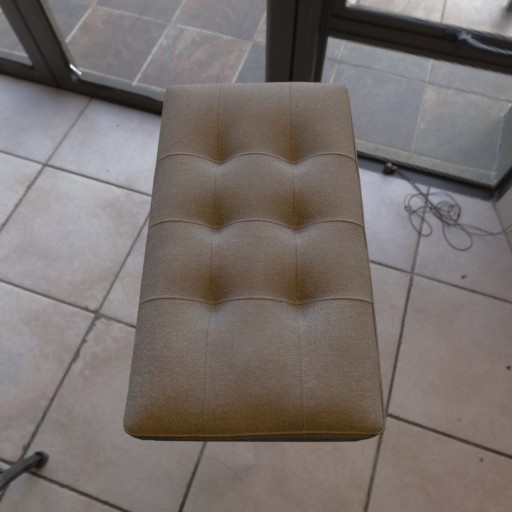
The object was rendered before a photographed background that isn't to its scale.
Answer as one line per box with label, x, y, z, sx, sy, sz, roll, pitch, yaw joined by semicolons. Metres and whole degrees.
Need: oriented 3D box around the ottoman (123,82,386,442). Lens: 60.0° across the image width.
ottoman;0.000;0.000;1.463;0.648;0.514;1.143;0;65;0
